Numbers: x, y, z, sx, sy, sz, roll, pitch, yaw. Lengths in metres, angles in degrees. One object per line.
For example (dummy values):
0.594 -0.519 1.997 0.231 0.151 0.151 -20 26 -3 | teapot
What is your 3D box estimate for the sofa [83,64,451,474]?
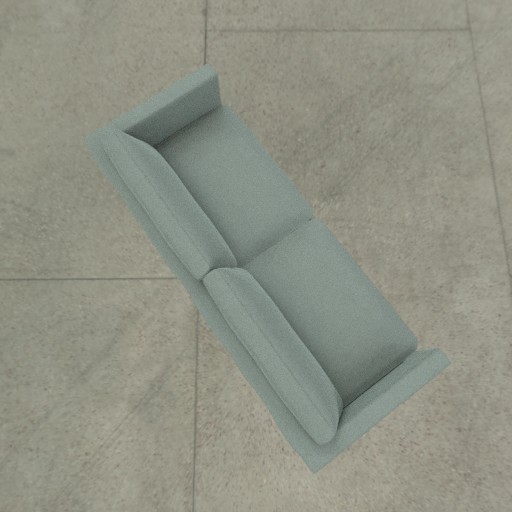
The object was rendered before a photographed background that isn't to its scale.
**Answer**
0.000 0.000 2.768 0.962 0.853 2.312 -35 78 -9 | sofa
